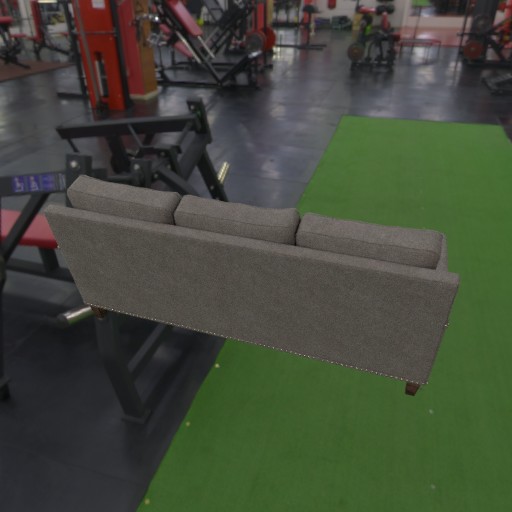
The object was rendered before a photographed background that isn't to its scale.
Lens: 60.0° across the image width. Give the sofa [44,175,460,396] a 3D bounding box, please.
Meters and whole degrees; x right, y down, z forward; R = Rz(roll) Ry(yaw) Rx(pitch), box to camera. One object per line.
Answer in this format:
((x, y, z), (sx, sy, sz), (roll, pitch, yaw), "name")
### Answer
((0.000, 0.000, 2.804), (2.226, 1.042, 1.034), (10, 33, 16), "sofa")
